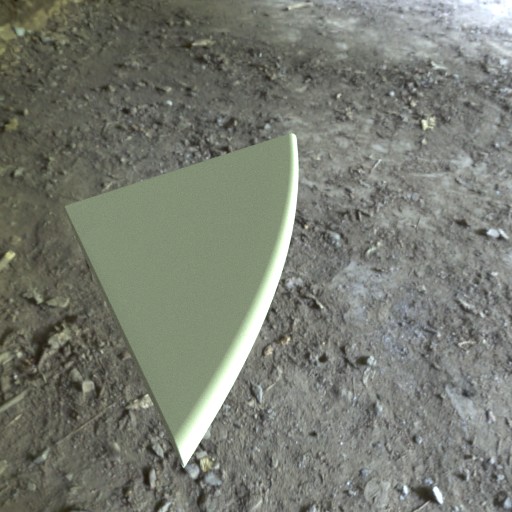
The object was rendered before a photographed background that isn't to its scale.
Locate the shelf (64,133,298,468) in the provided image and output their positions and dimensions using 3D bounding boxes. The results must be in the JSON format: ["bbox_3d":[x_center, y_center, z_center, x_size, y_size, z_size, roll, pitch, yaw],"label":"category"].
[{"bbox_3d":[0.000,0.000,0.470,0.310,0.050,0.310,-24,51,-21],"label":"shelf"}]
